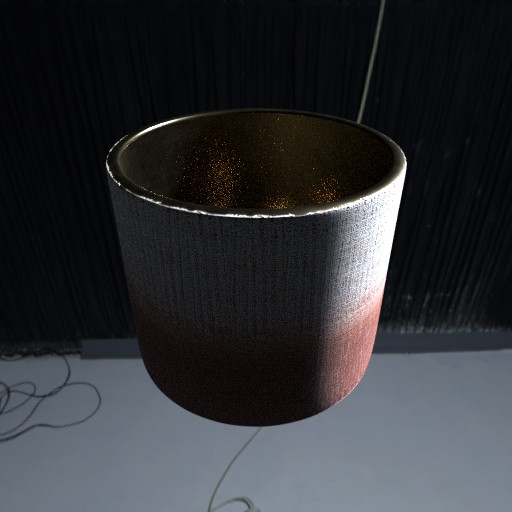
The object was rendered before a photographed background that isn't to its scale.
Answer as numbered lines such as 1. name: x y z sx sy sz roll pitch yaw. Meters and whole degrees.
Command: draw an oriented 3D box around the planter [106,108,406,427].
1. planter: 0.000 0.000 0.309 0.178 0.157 0.178 0 33 0
